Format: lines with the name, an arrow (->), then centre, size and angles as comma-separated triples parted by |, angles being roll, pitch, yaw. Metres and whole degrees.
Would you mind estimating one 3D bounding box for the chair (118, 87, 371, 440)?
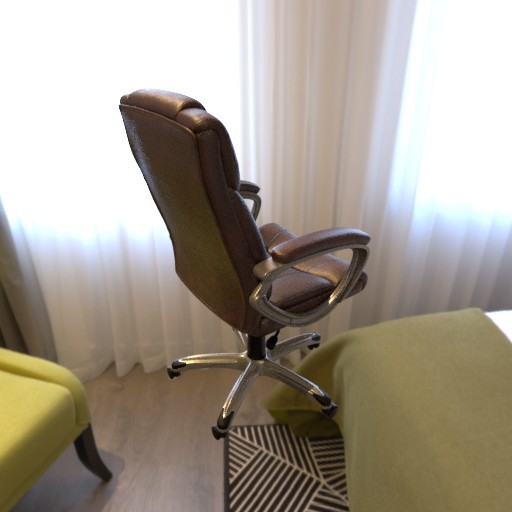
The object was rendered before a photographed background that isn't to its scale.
chair -> 0.000, 0.000, 1.548 | 0.692, 1.128, 0.656 | -17, 32, -31
